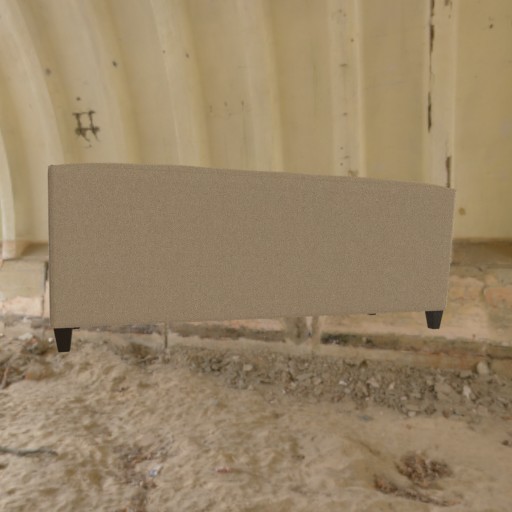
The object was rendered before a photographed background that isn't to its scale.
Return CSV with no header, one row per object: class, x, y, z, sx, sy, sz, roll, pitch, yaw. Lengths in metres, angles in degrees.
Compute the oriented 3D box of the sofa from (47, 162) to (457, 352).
sofa,0.000,0.000,2.725,2.235,0.901,0.914,0,0,-18
